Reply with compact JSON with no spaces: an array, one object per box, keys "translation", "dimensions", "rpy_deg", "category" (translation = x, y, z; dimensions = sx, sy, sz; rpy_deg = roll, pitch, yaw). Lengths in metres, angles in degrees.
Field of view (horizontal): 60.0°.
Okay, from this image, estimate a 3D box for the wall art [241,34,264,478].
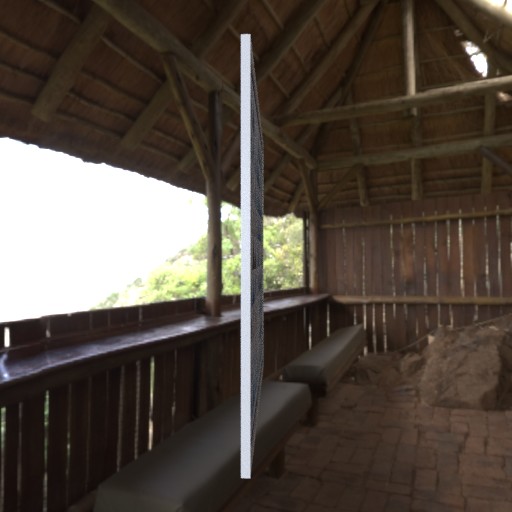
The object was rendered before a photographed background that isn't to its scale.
[{"translation":[0.000,0.000,0.835],"dimensions":[0.012,0.557,0.557],"rpy_deg":[0,0,3],"category":"wall art"}]
